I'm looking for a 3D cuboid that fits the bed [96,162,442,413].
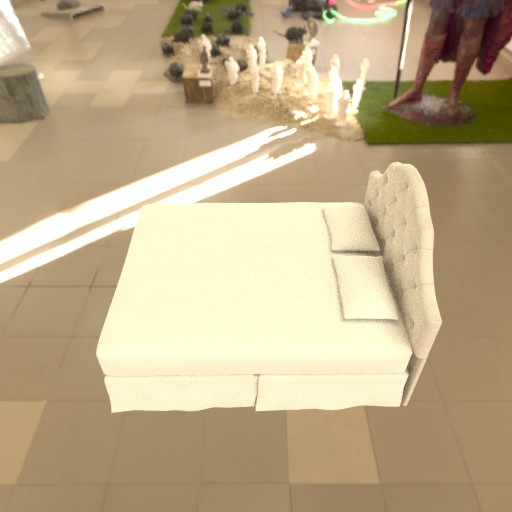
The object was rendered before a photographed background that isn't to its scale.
[{"bbox_3d":[0.000,0.000,3.856,2.477,1.617,2.039,0,42,0],"label":"bed"}]
